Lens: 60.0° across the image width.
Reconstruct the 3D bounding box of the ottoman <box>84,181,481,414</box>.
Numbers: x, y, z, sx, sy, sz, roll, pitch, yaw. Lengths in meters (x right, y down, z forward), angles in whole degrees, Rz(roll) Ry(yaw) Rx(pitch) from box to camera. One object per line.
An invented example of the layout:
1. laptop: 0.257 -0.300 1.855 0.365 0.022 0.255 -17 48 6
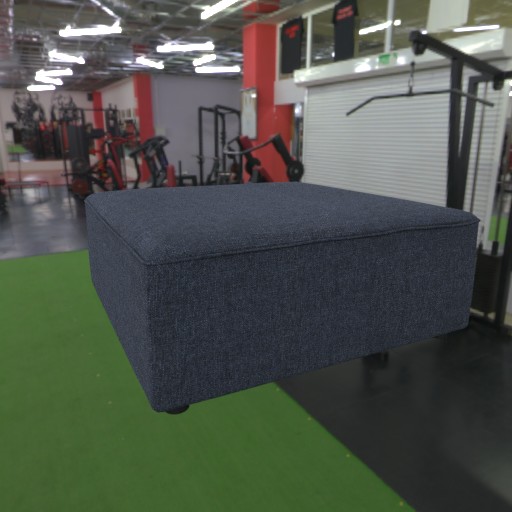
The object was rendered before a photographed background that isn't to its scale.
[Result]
1. ottoman: 0.000 0.000 1.553 1.017 0.423 1.023 -7 17 -25
